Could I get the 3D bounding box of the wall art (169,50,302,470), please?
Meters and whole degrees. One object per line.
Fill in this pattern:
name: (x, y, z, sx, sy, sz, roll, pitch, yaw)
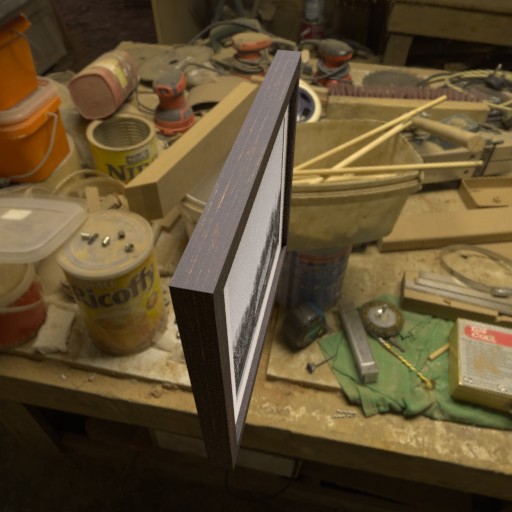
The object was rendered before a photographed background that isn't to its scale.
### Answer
wall art: (0.000, 0.000, 0.529, 0.031, 0.330, 0.381, 9, 47, 8)
